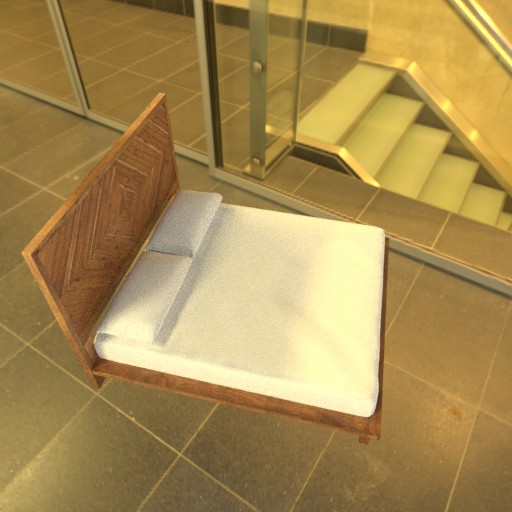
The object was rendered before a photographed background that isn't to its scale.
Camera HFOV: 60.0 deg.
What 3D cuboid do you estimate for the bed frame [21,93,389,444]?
[{"bbox_3d":[0.000,0.000,3.552,2.235,1.537,2.038,10,46,9],"label":"bed frame"}]
